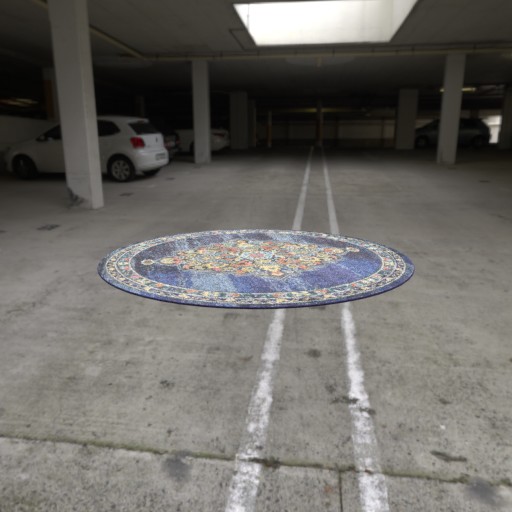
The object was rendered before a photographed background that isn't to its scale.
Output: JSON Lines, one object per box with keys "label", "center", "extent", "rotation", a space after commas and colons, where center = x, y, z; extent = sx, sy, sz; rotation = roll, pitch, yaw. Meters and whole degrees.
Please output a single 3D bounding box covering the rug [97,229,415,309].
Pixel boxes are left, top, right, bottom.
{"label": "rug", "center": [0.000, 0.000, 2.354], "extent": [1.591, 0.010, 1.591], "rotation": [0, 14, 0]}
